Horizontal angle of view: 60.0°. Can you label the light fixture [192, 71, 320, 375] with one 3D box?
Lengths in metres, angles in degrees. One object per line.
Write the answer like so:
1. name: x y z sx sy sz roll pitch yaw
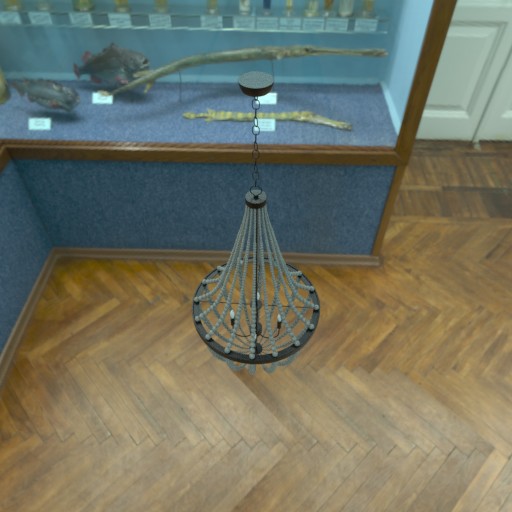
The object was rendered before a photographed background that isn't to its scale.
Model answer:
1. light fixture: 0.000 0.000 1.376 0.450 1.133 0.450 0 48 0
